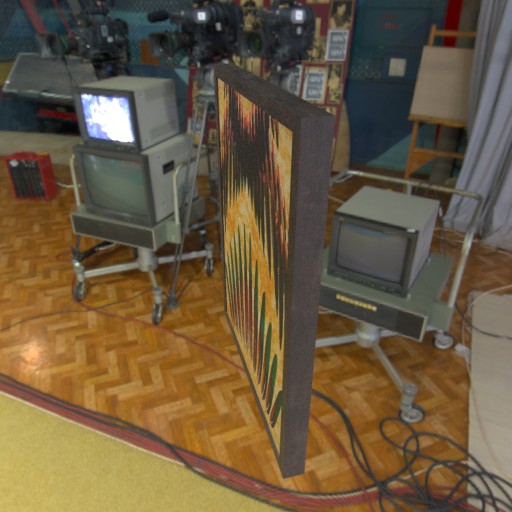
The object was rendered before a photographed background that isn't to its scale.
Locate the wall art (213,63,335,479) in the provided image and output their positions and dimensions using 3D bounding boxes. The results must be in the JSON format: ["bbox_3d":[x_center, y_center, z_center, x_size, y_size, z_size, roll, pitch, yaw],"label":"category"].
[{"bbox_3d":[0.000,0.000,0.550,0.027,0.406,0.329,-8,31,-13],"label":"wall art"}]
